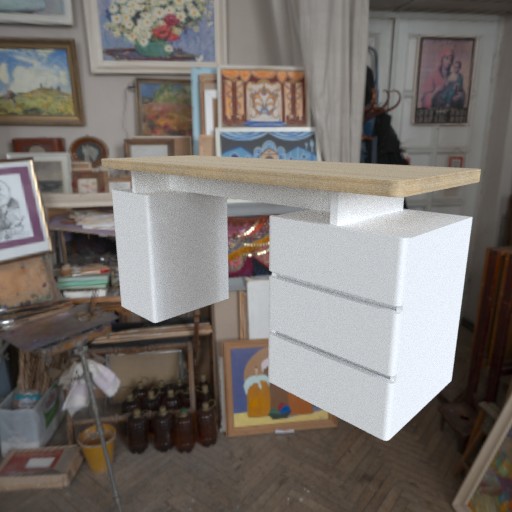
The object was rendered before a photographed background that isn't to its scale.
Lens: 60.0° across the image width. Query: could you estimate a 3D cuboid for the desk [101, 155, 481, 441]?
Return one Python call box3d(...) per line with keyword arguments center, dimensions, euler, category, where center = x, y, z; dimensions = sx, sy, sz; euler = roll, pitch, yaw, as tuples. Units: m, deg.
box3d(center=(0.000, 0.000, 1.834), dimensions=(1.500, 0.755, 0.550), euler=(14, 21, 43), category="desk")
